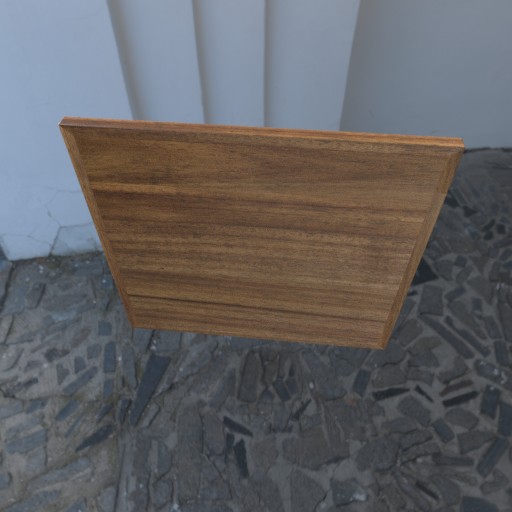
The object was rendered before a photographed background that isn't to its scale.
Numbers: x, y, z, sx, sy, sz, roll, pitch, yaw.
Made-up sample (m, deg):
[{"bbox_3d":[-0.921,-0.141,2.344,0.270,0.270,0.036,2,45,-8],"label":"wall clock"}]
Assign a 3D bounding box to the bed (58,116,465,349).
[{"bbox_3d":[0.000,0.000,1.483,1.041,0.940,0.043,4,47,4],"label":"bed"}]
